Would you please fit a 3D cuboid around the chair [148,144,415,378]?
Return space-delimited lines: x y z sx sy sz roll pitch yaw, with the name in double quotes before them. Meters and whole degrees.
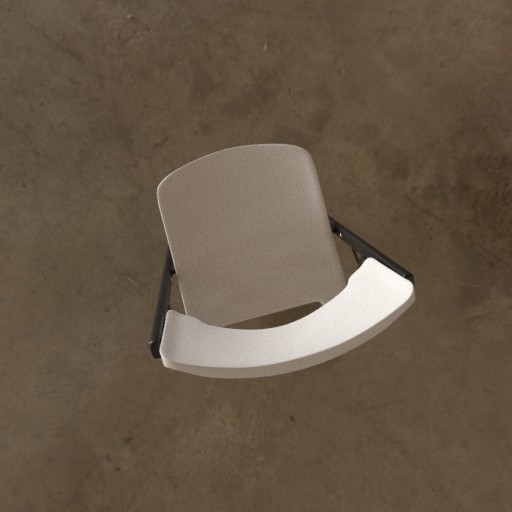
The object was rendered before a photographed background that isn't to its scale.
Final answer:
"chair" 0.000 0.000 1.121 0.482 0.765 0.577 -14 76 -4
